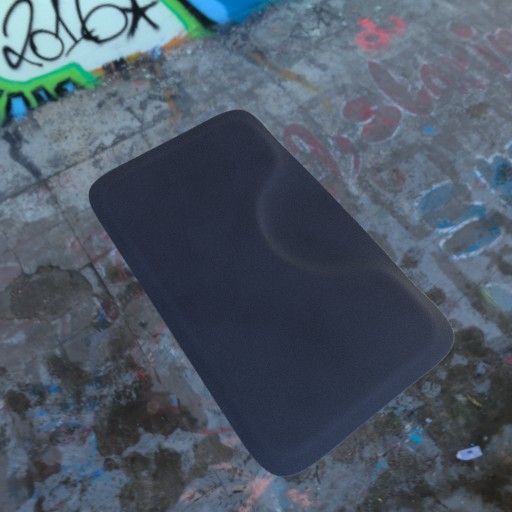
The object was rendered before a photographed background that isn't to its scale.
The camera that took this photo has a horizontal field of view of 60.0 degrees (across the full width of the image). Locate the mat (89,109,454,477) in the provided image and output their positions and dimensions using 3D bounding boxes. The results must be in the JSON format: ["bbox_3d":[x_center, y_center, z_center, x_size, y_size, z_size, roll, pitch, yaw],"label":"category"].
[{"bbox_3d":[0.000,0.000,1.859,0.918,0.013,1.524,-32,67,-15],"label":"mat"}]
